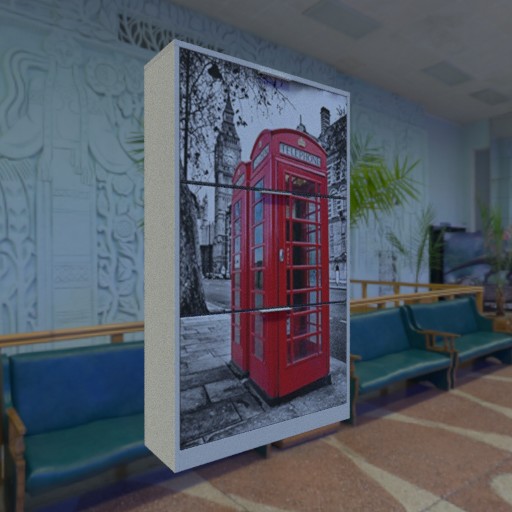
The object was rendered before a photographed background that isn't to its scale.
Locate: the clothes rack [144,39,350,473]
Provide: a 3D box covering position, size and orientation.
[{"bbox_3d":[0.000,0.000,1.616,0.750,1.280,0.250,0,0,-36],"label":"clothes rack"}]
